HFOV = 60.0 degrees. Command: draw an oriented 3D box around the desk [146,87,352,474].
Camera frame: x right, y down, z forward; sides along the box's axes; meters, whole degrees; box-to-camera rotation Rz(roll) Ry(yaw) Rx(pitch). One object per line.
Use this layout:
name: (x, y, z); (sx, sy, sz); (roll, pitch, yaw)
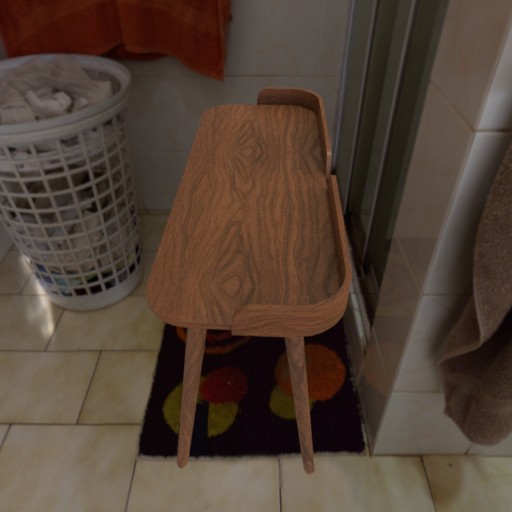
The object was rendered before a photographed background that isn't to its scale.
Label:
desk: (0.000, 0.000, 1.662); (0.486, 0.800, 1.256); (2, 41, 2)
